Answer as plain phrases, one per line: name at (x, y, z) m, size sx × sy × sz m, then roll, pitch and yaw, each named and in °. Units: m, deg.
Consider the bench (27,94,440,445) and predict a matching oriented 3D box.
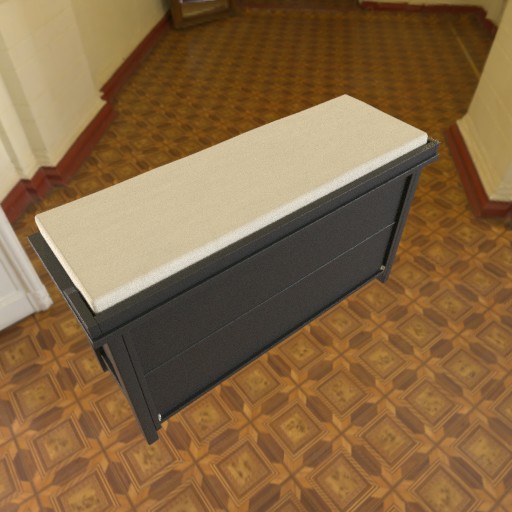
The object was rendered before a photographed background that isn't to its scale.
bench at (0.000, 0.000, 1.217) m, size 0.973 × 0.561 × 0.345 m, roll -29°, pitch 51°, yaw -26°
